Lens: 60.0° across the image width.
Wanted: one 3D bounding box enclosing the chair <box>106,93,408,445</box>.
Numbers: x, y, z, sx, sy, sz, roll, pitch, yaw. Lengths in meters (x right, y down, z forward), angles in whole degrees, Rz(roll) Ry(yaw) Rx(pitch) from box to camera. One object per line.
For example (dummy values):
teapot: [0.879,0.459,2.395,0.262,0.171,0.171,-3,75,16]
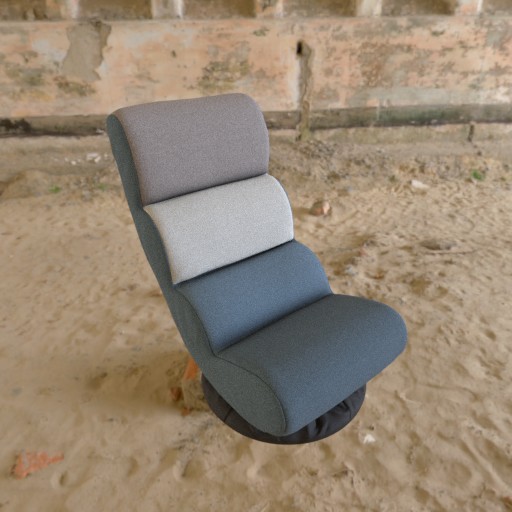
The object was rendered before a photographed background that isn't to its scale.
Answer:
chair: [0.000,0.000,1.058,0.420,0.641,0.661,-22,36,-33]
